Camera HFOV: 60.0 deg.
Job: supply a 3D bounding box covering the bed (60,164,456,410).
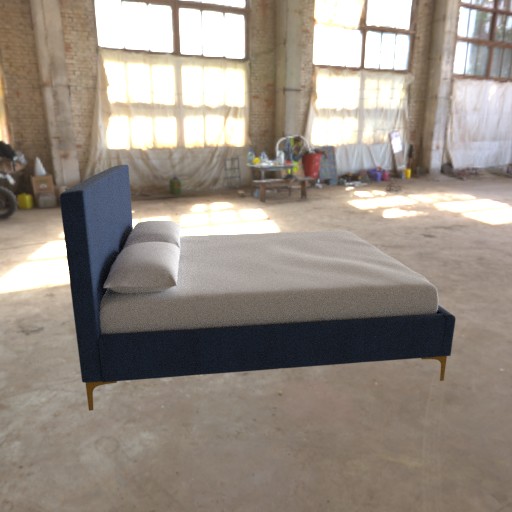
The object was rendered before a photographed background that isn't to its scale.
[{"bbox_3d":[0.000,0.000,3.253,2.172,1.231,1.723,-2,16,-8],"label":"bed"}]
